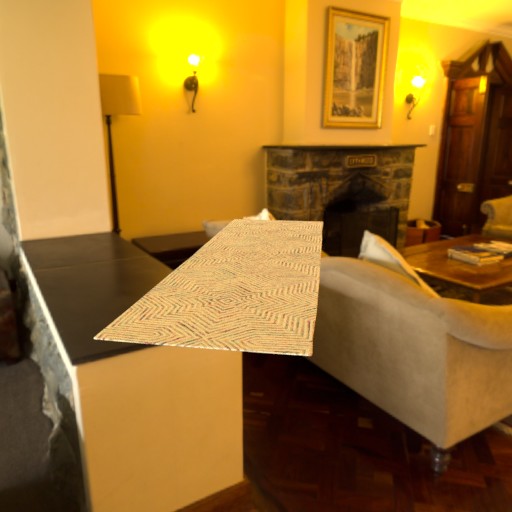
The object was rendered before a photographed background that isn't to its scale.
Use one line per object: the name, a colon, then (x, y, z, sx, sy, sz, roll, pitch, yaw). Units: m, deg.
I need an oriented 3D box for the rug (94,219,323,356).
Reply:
rug: (0.000, 0.000, 2.656, 0.771, 0.009, 2.443, 2, 15, 9)
